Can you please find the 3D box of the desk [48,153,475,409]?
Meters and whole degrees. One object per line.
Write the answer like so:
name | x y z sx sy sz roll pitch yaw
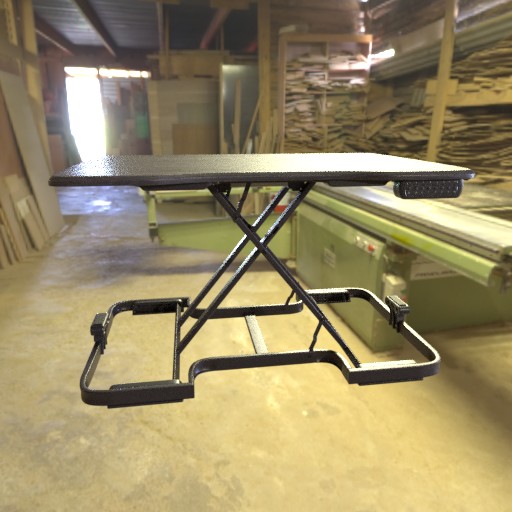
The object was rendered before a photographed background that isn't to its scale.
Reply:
desk | 0.000 0.000 1.121 0.820 0.470 0.546 -3 17 -8
